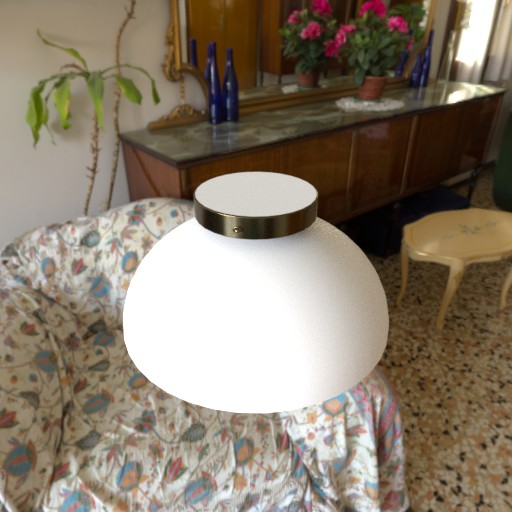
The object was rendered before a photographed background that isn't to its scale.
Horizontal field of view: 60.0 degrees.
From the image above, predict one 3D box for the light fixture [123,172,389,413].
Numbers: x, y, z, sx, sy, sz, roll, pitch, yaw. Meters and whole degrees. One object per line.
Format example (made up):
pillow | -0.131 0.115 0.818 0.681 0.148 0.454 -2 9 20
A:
light fixture | 0.000 0.000 0.572 0.355 0.177 0.355 0 29 0
